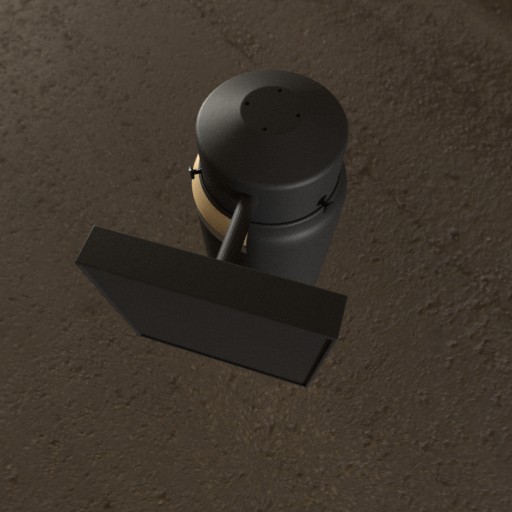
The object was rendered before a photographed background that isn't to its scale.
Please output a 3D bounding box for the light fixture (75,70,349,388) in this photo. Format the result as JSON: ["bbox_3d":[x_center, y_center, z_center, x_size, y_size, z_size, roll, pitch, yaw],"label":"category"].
[{"bbox_3d":[0.000,0.000,0.356,0.130,0.257,0.176,15,65,7],"label":"light fixture"}]
